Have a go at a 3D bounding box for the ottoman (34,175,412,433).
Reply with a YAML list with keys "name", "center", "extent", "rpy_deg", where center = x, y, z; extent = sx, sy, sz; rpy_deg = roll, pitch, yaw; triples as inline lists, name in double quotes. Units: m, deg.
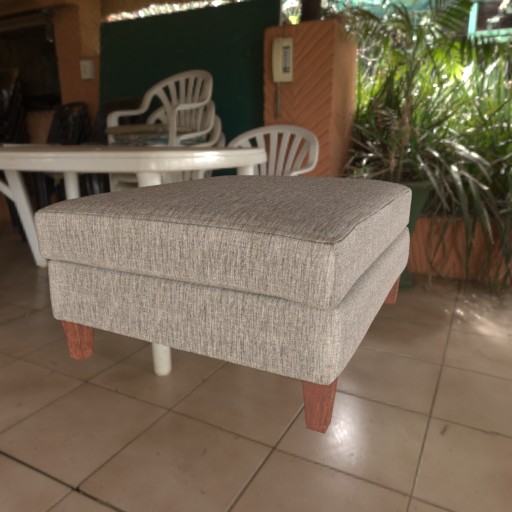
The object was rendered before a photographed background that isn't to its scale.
- name: "ottoman"
  center: [0.000, 0.000, 1.442]
  extent: [0.839, 0.492, 0.994]
  rpy_deg: [7, 17, 25]
